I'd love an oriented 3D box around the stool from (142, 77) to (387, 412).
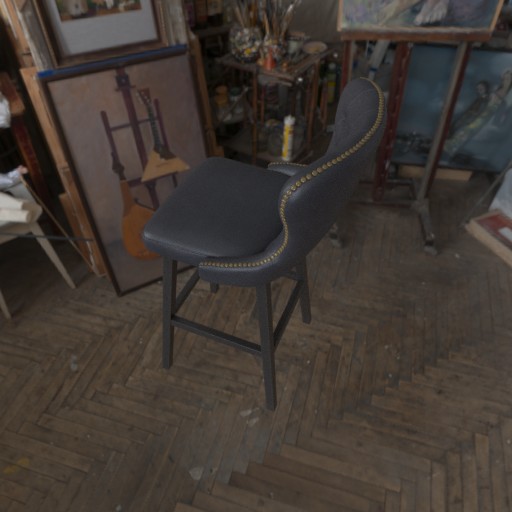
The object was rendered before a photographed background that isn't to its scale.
[{"bbox_3d":[0.000,0.000,1.397,0.601,1.050,0.528,17,48,16],"label":"stool"}]
